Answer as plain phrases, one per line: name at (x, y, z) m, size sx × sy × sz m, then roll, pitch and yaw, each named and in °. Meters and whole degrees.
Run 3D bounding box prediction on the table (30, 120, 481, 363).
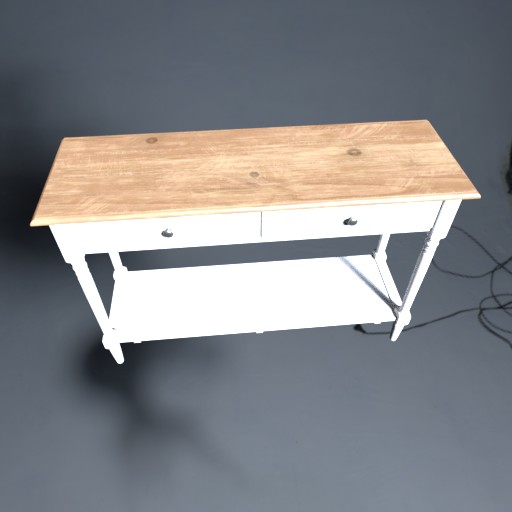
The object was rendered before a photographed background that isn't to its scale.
table at (0.000, 0.000, 1.610) m, size 1.219 × 0.800 × 0.399 m, roll -4°, pitch 47°, yaw -4°
